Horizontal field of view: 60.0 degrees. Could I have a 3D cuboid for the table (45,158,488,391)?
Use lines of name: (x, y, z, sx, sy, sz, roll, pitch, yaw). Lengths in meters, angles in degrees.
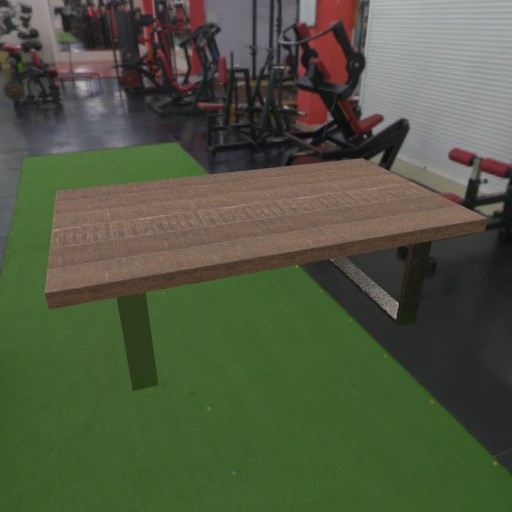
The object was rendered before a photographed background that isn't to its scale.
table: (0.000, 0.000, 1.742, 1.400, 0.440, 0.800, -10, 29, -17)
